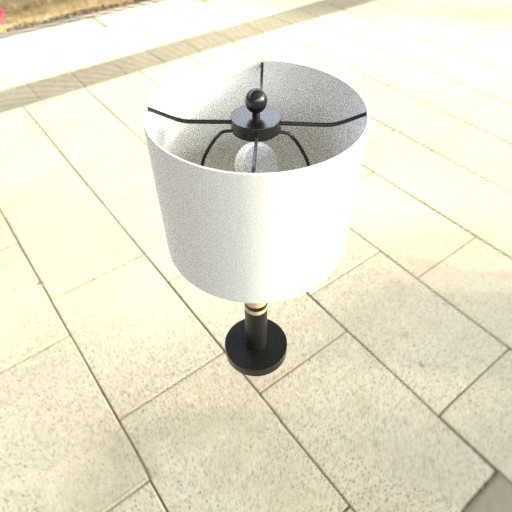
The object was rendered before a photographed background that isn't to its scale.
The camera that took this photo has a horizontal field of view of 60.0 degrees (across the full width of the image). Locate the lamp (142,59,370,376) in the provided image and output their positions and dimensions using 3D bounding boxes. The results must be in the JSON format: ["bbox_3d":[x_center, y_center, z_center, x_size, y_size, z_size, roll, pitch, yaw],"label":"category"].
[{"bbox_3d":[0.000,0.000,0.817,0.305,0.640,0.305,-31,54,-26],"label":"lamp"}]
